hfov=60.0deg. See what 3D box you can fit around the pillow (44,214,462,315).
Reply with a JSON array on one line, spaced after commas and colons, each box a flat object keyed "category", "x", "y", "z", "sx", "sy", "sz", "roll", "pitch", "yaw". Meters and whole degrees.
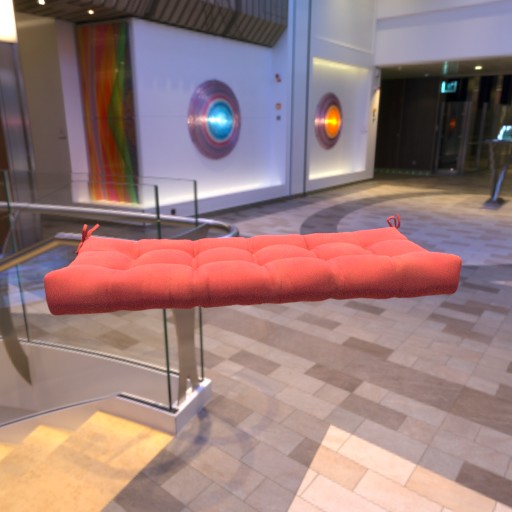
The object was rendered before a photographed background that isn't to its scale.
[{"category": "pillow", "x": 0.000, "y": 0.000, "z": 1.406, "sx": 1.194, "sy": 0.174, "sz": 0.511, "roll": -2, "pitch": 17, "yaw": -8}]
